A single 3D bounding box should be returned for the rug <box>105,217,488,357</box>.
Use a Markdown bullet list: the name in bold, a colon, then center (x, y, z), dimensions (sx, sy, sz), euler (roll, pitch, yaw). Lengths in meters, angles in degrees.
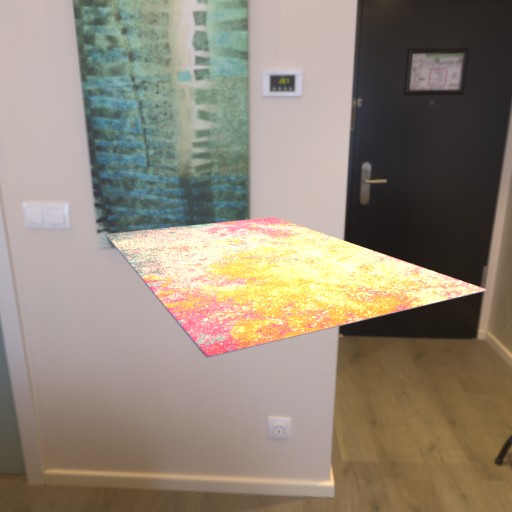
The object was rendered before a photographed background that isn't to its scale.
- **rug**: center (0.000, 0.000, 3.754), dimensions (2.007, 0.013, 2.896), euler (-8, 18, -26)
